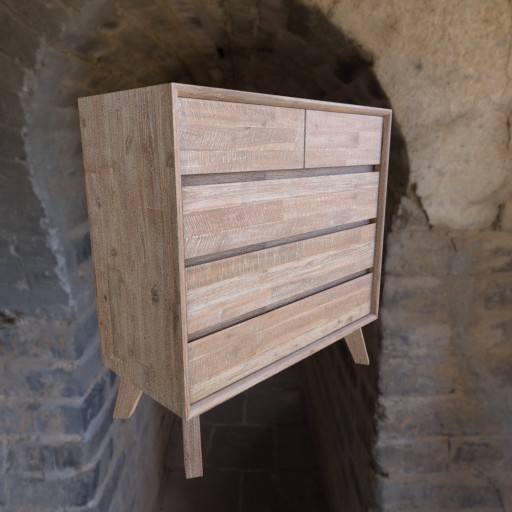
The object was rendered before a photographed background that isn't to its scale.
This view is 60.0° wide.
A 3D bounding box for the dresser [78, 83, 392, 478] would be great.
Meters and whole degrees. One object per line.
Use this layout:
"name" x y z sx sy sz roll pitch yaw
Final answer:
"dresser" 0.000 0.000 1.586 0.455 1.029 0.998 13 19 42
